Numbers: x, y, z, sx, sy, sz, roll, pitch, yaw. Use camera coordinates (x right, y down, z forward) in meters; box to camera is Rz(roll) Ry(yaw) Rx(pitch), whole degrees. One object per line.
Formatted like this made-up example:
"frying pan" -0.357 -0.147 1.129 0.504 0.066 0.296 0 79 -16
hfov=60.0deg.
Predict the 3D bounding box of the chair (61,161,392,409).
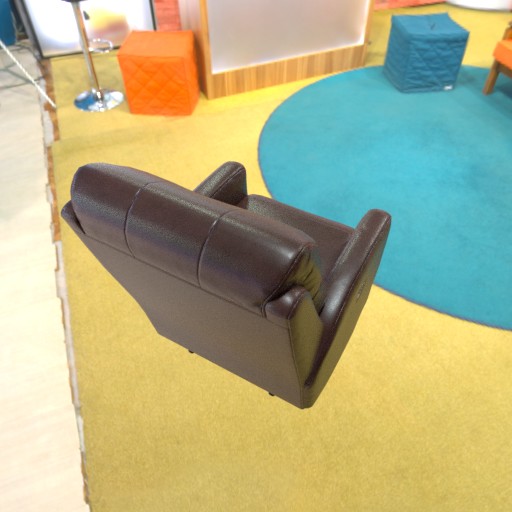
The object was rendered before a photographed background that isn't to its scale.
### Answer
"chair" 0.000 0.000 1.653 0.787 1.016 0.939 22 50 20
